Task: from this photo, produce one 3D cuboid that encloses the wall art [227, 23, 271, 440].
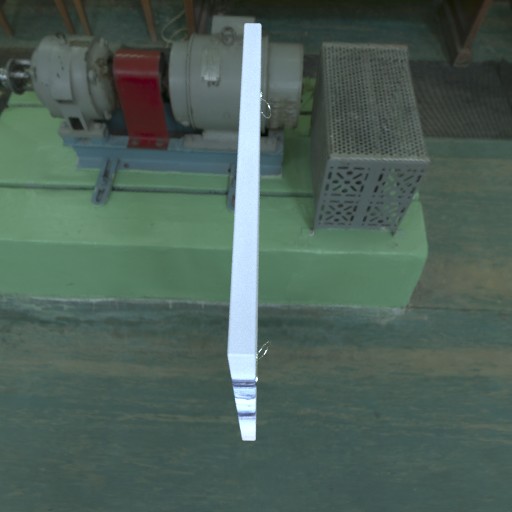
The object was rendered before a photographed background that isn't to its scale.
[{"bbox_3d":[0.000,0.000,1.107,0.065,0.747,0.755,1,59,0],"label":"wall art"}]
